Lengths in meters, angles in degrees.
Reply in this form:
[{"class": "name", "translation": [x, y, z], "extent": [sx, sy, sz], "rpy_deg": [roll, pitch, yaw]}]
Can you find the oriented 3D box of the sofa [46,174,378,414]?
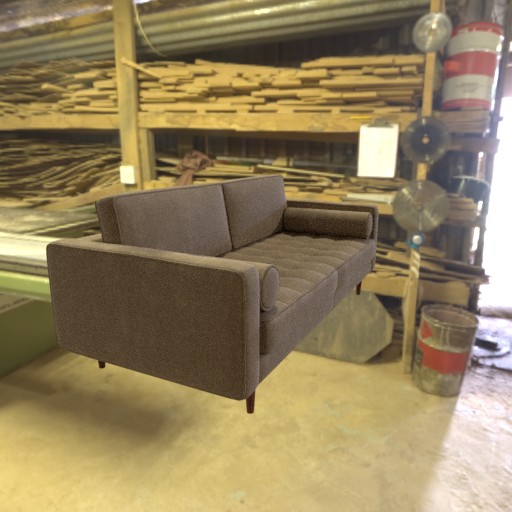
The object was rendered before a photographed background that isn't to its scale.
[{"class": "sofa", "translation": [0.000, 0.000, 2.358], "extent": [0.920, 0.769, 1.883], "rpy_deg": [7, 15, 27]}]
